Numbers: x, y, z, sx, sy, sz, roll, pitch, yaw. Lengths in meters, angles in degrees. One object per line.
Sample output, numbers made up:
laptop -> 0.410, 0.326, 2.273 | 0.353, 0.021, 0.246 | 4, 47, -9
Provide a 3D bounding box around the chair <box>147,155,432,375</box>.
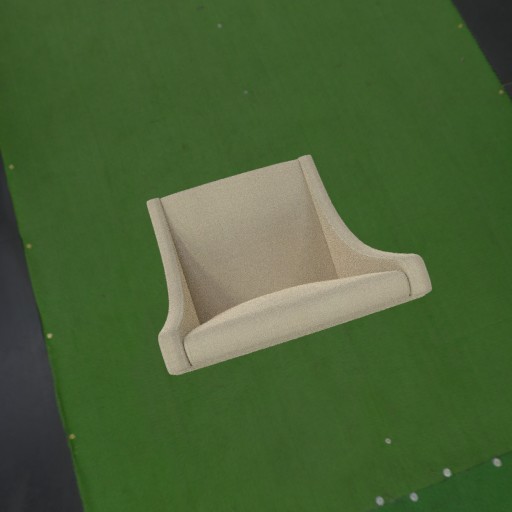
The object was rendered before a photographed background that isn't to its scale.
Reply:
chair -> 0.000, 0.000, 1.379 | 0.575, 1.021, 0.611 | -17, 75, -5
